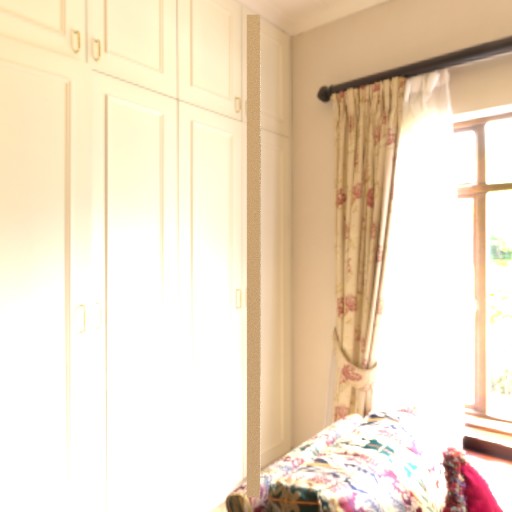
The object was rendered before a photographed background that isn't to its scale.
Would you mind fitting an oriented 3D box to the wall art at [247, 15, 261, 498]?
[{"bbox_3d":[0.000,0.000,0.609,0.013,0.456,0.382,0,0,1],"label":"wall art"}]
